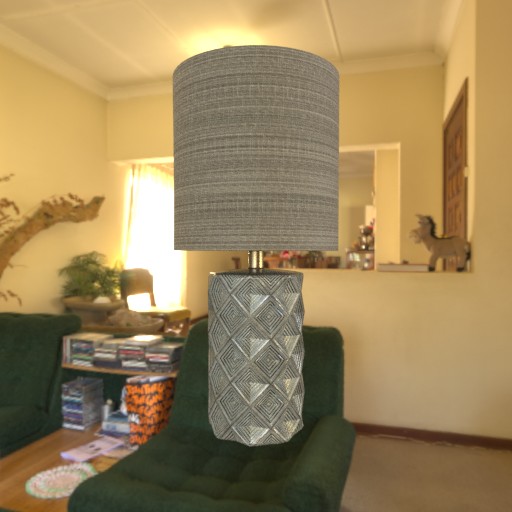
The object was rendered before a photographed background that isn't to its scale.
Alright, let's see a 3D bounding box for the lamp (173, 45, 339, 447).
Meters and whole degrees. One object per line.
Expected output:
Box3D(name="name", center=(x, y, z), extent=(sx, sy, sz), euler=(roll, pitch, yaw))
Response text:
Box3D(name="lamp", center=(0.000, 0.000, 0.728), extent=(0.269, 0.566, 0.268), euler=(0, 1, 0))
